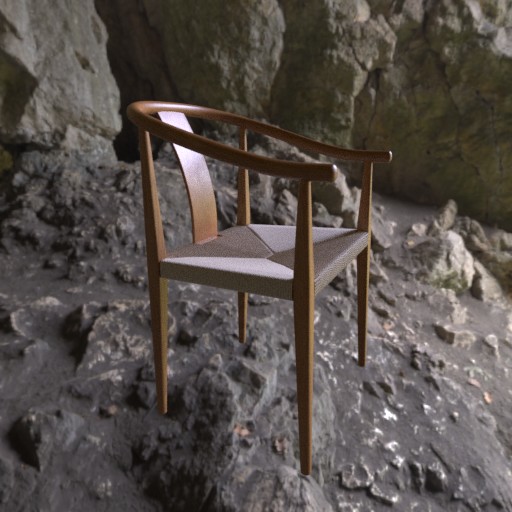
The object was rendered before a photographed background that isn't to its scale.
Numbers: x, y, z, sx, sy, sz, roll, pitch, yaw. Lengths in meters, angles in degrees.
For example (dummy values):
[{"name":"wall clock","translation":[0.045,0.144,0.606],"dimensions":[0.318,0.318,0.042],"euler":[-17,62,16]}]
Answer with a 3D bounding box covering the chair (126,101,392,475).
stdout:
[{"name":"chair","translation":[0.000,0.000,1.197],"dimensions":[0.579,0.800,0.556],"euler":[8,18,25]}]
